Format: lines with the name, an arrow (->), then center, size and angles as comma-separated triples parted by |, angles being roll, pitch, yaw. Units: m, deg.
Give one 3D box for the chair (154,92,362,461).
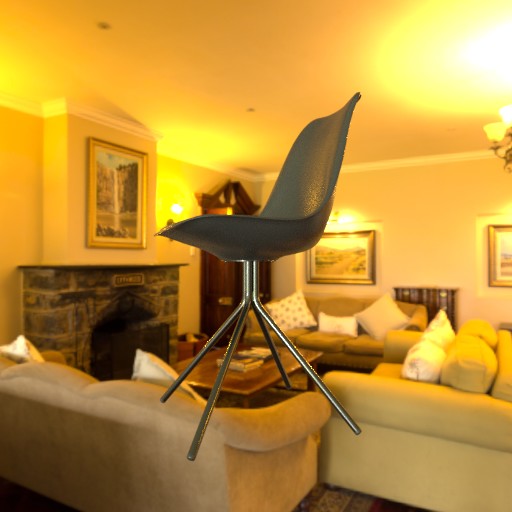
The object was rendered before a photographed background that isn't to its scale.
chair -> 0.000, 0.000, 1.176 | 0.525, 0.850, 0.461 | 0, 0, -20
